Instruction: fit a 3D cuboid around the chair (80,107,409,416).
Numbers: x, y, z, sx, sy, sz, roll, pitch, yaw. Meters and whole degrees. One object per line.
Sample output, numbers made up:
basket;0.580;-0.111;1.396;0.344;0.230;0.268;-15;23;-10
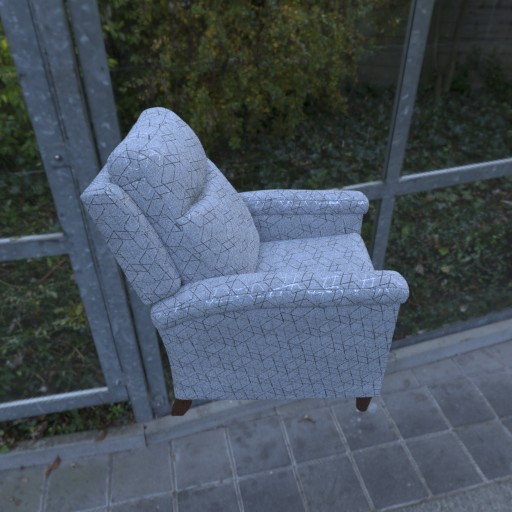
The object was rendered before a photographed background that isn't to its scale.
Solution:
chair;0.000;0.000;1.744;0.987;1.048;0.753;0;34;0
